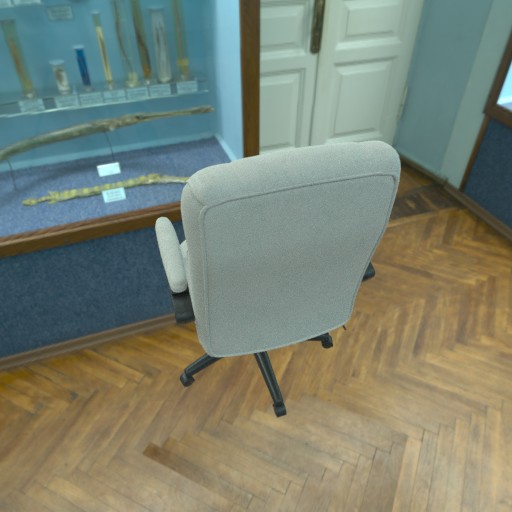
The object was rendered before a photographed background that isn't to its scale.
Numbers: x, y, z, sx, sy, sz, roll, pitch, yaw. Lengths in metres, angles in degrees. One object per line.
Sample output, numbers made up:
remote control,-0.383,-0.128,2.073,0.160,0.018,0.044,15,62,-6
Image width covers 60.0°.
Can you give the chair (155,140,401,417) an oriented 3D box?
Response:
chair,0.000,0.000,1.532,0.667,1.105,0.724,-12,42,-13
